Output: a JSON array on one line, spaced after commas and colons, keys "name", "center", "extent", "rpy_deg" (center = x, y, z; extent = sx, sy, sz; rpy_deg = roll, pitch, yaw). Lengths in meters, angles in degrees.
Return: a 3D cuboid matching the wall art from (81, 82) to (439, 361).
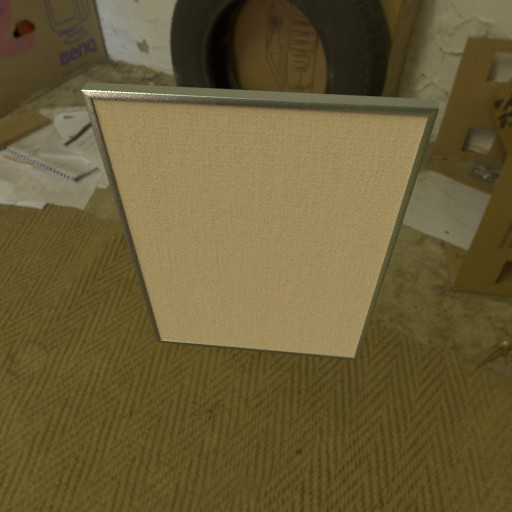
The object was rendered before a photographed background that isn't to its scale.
[{"name": "wall art", "center": [0.000, 0.000, 1.389], "extent": [0.803, 1.062, 0.041], "rpy_deg": [4, 47, 4]}]
